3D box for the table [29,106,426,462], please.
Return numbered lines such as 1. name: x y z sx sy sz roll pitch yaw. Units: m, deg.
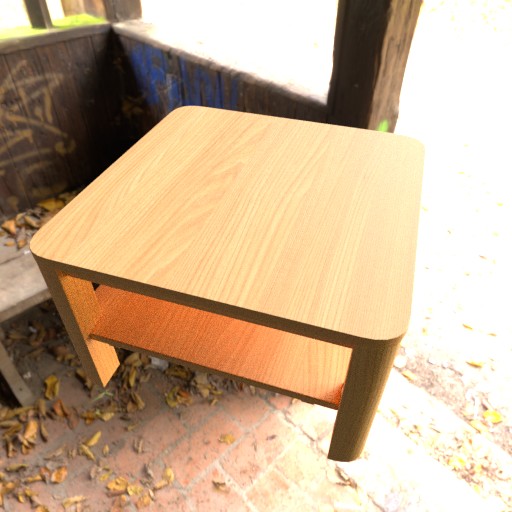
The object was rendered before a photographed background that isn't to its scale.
1. table: 0.000 0.000 1.198 0.750 0.450 0.750 12 43 14
